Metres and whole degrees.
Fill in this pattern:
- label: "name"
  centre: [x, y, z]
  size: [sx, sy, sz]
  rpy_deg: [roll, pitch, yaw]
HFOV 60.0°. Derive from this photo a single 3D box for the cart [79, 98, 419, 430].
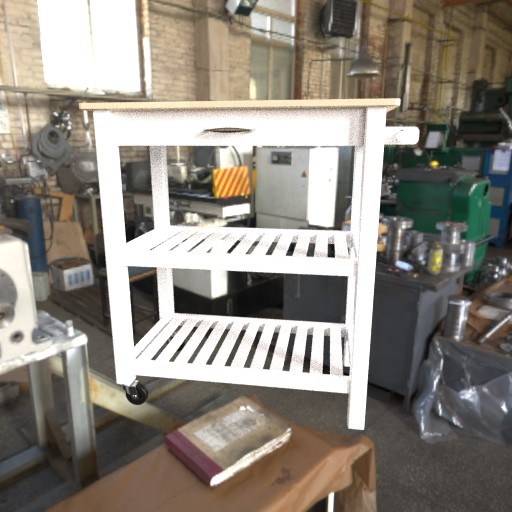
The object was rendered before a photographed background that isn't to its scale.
- label: "cart"
  centre: [0.000, 0.000, 1.454]
  size: [0.899, 0.927, 0.457]
  rpy_deg: [2, 15, 9]
